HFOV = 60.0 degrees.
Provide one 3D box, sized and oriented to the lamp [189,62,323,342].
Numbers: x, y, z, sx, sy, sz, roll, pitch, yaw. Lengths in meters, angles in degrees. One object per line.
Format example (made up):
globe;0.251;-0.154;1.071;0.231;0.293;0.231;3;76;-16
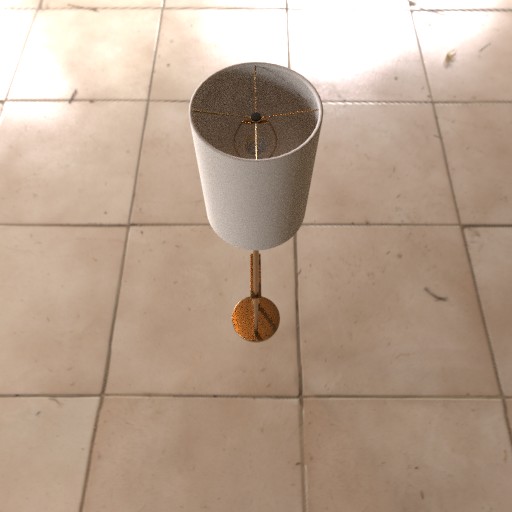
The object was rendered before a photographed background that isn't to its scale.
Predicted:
lamp;0.000;0.000;1.678;0.305;1.500;0.306;-1;63;0
